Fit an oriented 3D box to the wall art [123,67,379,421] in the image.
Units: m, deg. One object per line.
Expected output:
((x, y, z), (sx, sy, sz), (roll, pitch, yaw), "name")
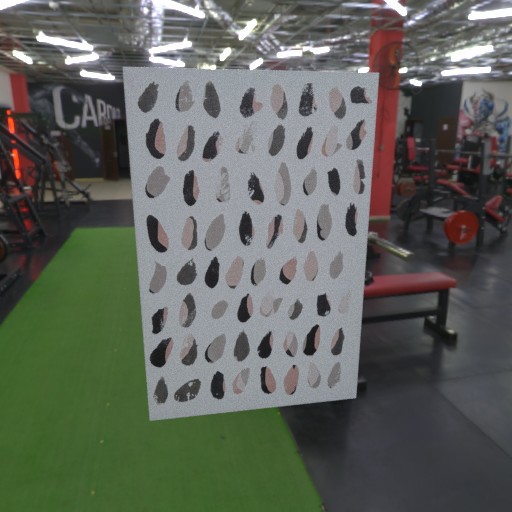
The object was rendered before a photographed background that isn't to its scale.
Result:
((0.000, 0.000, 1.180), (0.610, 0.916, 0.037), (-3, 16, -10), "wall art")
